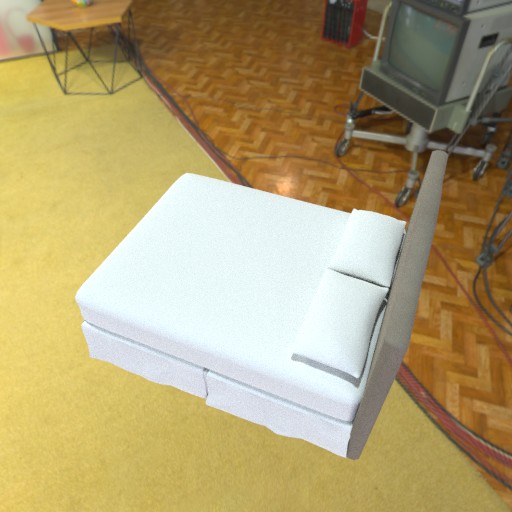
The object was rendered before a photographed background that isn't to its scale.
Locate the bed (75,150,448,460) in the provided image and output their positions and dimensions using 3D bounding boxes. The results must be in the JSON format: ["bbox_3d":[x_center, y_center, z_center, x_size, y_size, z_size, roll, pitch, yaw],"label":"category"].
[{"bbox_3d":[0.000,0.000,3.189,2.128,1.441,1.744,17,48,16],"label":"bed"}]
